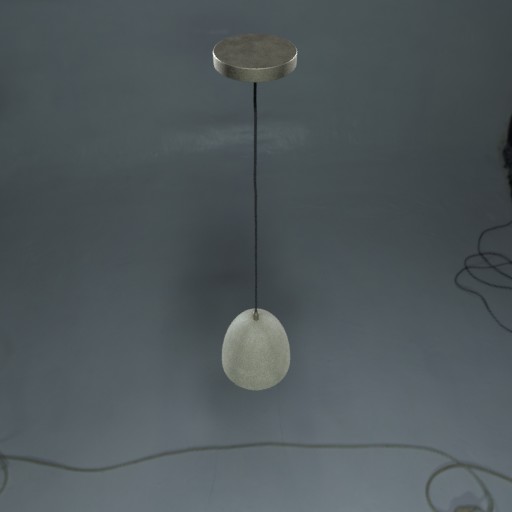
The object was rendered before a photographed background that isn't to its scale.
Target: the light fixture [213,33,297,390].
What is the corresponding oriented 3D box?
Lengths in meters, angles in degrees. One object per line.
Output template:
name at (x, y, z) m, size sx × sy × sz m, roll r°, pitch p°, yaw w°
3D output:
light fixture at (0.000, 0.000, 0.833) m, size 0.170 × 0.759 × 0.170 m, roll -4°, pitch 47°, yaw -3°
